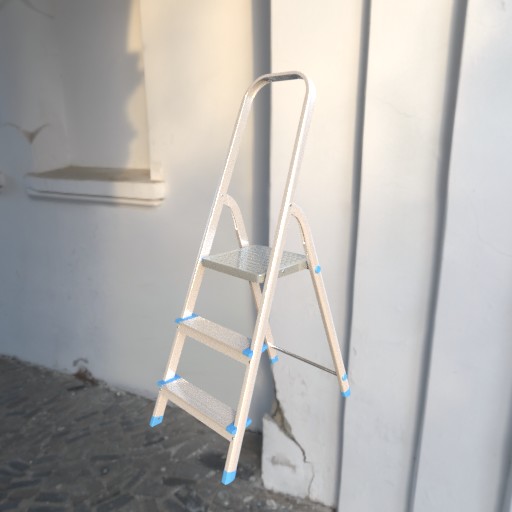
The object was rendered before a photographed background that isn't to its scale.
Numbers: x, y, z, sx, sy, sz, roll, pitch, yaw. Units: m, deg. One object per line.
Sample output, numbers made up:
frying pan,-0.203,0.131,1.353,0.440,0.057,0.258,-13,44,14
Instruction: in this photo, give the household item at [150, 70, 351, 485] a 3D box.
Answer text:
household item,0.000,0.000,1.548,0.420,1.215,0.687,14,21,42
